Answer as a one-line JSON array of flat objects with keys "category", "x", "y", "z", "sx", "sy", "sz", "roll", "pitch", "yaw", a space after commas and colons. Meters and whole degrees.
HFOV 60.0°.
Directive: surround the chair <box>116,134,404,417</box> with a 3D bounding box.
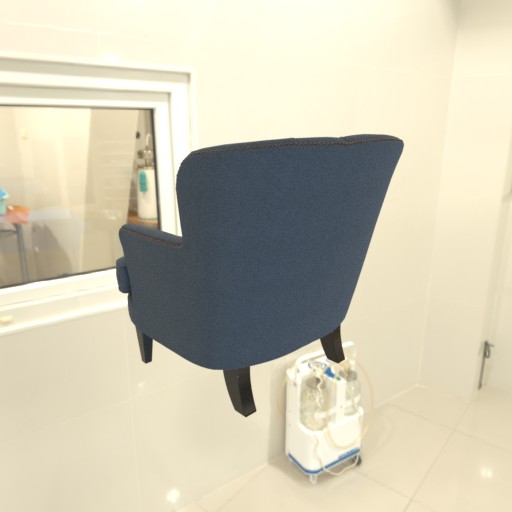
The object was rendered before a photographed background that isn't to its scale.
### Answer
[{"category": "chair", "x": 0.000, "y": 0.000, "z": 1.626, "sx": 0.848, "sy": 0.868, "sz": 0.906, "roll": -15, "pitch": 21, "yaw": -42}]
